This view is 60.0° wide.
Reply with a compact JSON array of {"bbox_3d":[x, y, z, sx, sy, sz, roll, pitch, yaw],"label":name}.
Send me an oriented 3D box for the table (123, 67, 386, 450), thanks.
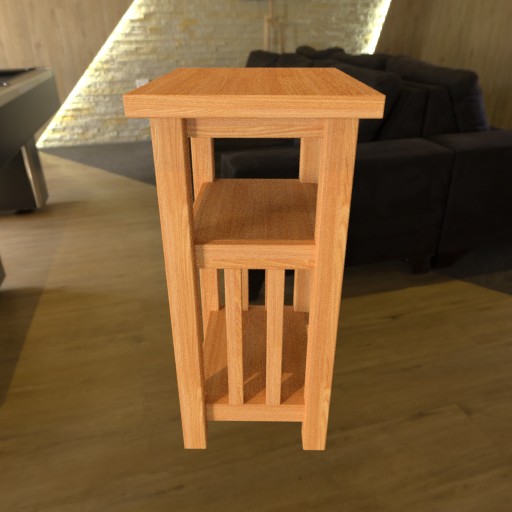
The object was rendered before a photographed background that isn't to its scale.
[{"bbox_3d":[0.000,0.000,0.734,0.270,0.550,0.350,0,27,1],"label":"table"}]
